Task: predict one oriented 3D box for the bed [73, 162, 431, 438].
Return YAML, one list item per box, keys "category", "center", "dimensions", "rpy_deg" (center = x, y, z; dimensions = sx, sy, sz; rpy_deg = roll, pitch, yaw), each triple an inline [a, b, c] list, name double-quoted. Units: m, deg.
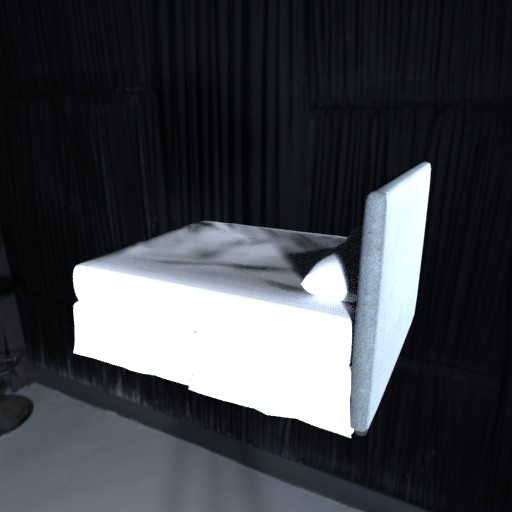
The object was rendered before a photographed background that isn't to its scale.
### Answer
- category: "bed"
  center: [0.000, 0.000, 3.261]
  dimensions: [2.142, 1.330, 1.713]
  rpy_deg: [9, 19, 26]
